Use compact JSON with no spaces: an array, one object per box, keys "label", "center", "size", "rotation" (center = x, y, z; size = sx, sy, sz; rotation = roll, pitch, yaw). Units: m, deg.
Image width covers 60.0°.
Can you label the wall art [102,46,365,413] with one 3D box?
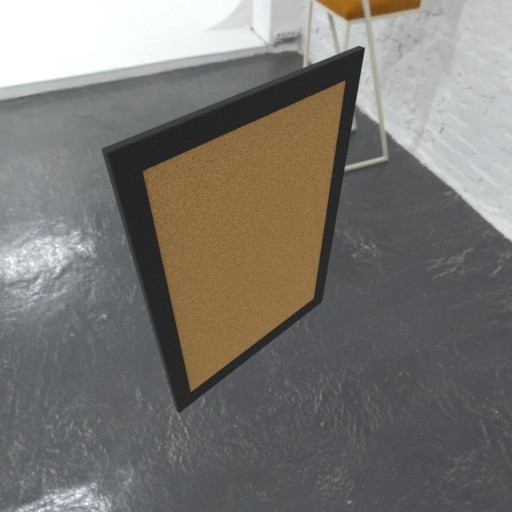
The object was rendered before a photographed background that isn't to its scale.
[{"label":"wall art","center":[0.000,0.000,0.681],"size":[0.374,0.529,0.012],"rotation":[-33,54,-28]}]
